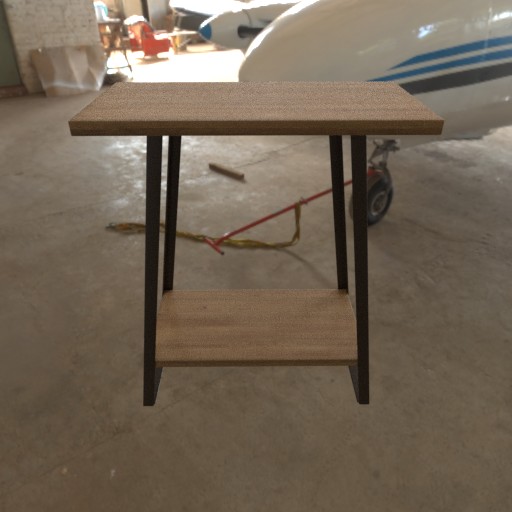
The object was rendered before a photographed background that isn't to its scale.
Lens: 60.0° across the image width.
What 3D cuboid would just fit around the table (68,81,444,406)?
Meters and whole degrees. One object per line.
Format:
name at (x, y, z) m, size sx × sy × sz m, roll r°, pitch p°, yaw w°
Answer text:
table at (0.000, 0.000, 1.018) m, size 0.599 × 0.701 × 0.300 m, roll 0°, pitch 33°, yaw 0°
